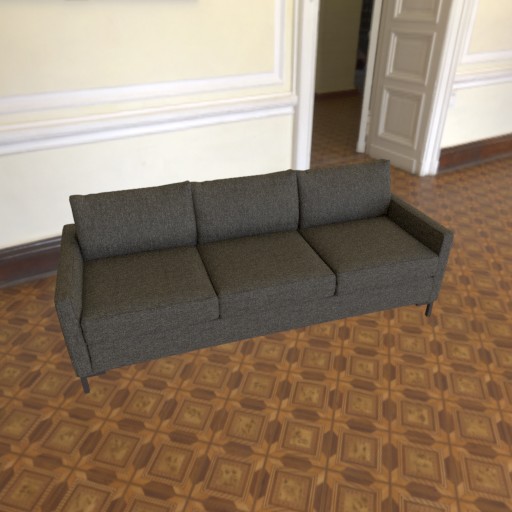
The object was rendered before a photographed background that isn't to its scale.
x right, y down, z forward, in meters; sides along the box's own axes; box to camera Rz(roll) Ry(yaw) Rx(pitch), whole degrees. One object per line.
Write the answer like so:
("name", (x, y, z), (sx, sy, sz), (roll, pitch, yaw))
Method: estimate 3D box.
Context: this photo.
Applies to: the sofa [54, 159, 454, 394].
("sofa", (0.000, 0.000, 2.760), (2.253, 0.879, 0.876), (-9, 32, -15))
